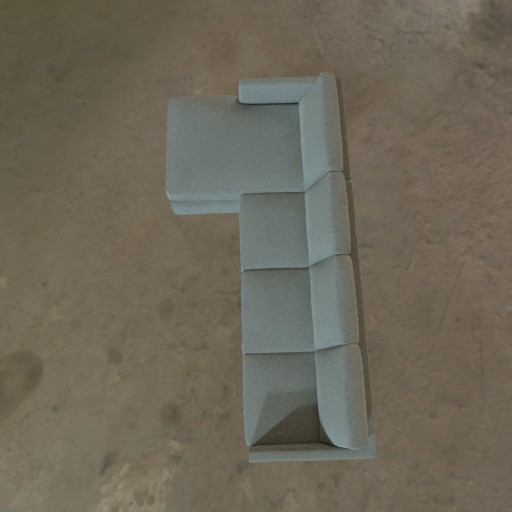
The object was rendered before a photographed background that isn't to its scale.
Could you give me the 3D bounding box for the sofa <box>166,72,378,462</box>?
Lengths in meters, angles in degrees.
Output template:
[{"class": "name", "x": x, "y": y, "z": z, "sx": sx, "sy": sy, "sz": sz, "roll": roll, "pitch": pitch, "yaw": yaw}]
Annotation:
[{"class": "sofa", "x": 0.000, "y": 0.000, "z": 3.823, "sx": 1.650, "sy": 0.922, "sz": 3.205, "roll": -2, "pitch": 75, "yaw": 0}]
